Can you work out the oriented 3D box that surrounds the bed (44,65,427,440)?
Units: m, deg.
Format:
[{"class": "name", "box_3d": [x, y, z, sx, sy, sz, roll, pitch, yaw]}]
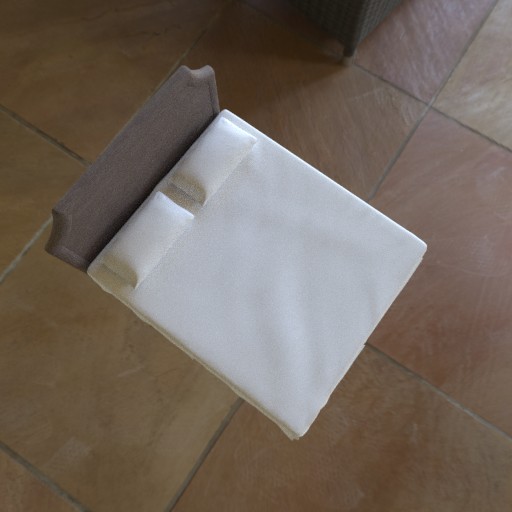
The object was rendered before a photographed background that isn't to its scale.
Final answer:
[{"class": "bed", "box_3d": [0.000, 0.000, 4.153, 2.773, 1.590, 2.350, 36, 79, 8]}]
